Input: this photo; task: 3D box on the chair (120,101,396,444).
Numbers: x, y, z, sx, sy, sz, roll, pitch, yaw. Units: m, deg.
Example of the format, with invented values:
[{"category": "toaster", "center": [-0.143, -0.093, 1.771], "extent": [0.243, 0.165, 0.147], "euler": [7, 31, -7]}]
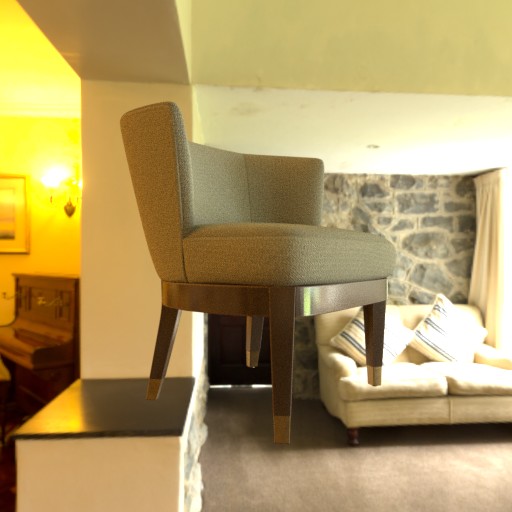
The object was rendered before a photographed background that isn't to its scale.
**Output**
[{"category": "chair", "center": [0.000, 0.000, 1.246], "extent": [0.660, 0.760, 0.700], "euler": [0, -1, 36]}]
